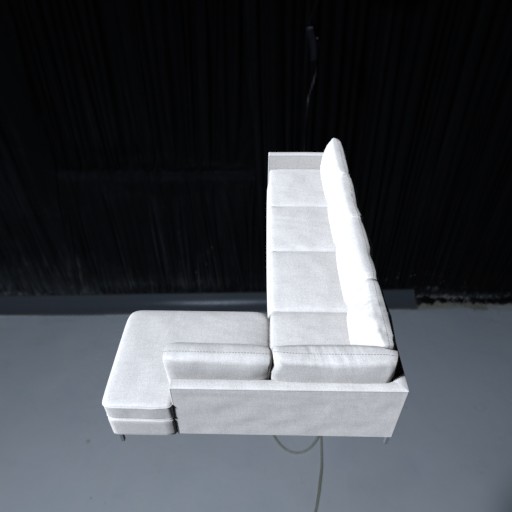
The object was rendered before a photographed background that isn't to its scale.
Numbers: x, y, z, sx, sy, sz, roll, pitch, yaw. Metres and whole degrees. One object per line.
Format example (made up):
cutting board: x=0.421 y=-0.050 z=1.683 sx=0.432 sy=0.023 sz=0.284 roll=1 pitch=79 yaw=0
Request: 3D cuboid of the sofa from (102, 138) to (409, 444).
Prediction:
sofa: x=0.000 y=0.000 z=4.308 sx=2.077 sy=0.964 sz=3.331 roll=1 pitch=41 yaw=1
